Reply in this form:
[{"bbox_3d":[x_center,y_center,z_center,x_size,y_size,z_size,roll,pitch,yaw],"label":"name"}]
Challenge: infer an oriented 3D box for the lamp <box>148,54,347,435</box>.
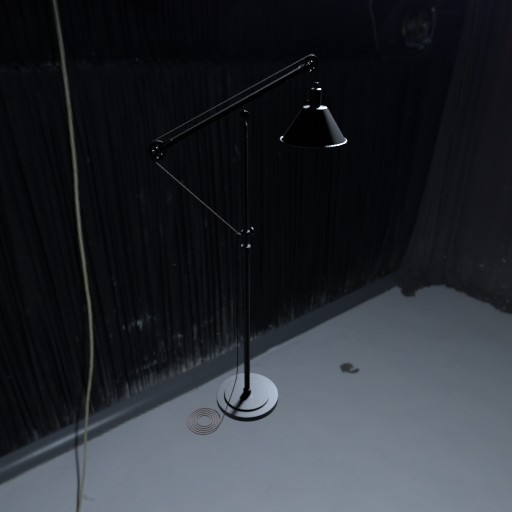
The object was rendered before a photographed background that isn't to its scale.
[{"bbox_3d":[0.000,0.000,1.978,0.904,1.626,0.319,-18,32,-32],"label":"lamp"}]
